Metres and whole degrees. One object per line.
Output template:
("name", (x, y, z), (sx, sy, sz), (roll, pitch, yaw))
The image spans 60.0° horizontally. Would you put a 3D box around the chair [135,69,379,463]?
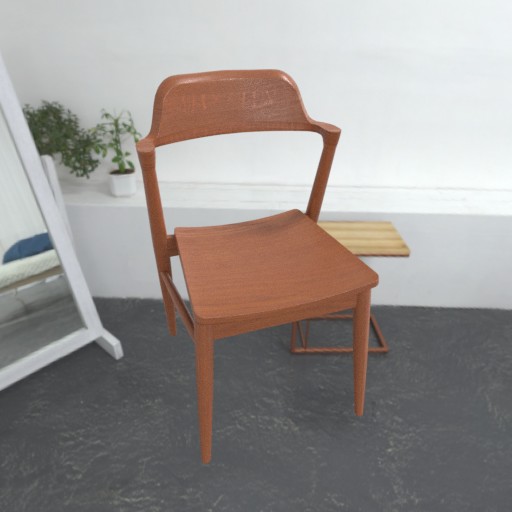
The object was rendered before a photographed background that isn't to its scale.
("chair", (0.000, 0.000, 1.118), (0.496, 0.801, 0.499), (-10, 33, -16))
